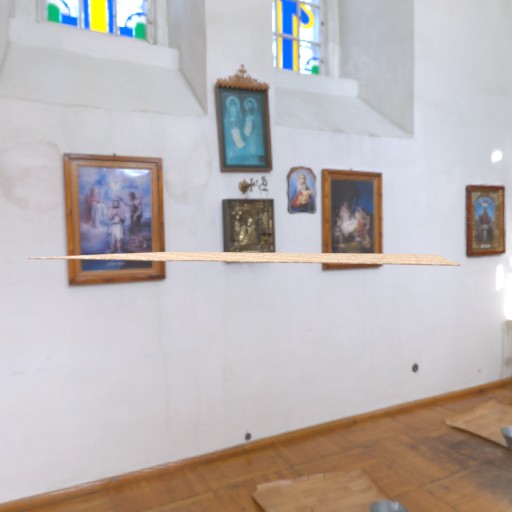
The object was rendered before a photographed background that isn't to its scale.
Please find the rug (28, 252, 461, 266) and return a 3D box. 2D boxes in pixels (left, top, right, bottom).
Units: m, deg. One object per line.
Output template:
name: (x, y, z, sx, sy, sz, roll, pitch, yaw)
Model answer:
rug: (0.000, 0.000, 2.208, 1.745, 0.010, 1.146, 1, 2, 18)
